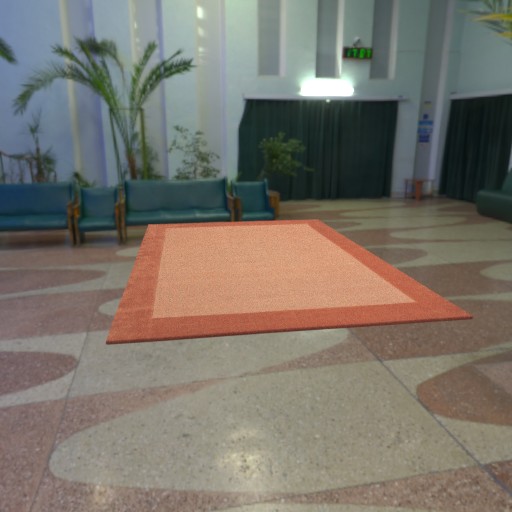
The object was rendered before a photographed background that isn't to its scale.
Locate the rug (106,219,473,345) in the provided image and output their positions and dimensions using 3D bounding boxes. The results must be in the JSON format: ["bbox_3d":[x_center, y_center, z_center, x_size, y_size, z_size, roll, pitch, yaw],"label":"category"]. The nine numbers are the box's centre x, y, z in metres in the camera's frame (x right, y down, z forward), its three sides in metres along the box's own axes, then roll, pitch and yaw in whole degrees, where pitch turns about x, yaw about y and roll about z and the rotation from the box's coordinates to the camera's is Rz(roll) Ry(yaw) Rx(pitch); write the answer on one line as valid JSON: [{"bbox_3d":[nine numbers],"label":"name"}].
[{"bbox_3d":[0.000,0.000,2.301,1.219,0.014,1.829,-2,15,-9],"label":"rug"}]
